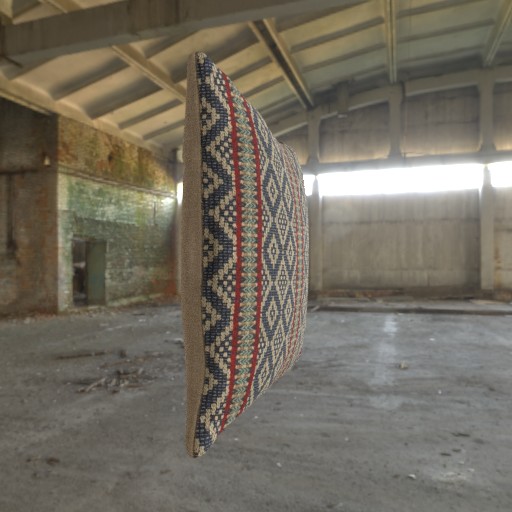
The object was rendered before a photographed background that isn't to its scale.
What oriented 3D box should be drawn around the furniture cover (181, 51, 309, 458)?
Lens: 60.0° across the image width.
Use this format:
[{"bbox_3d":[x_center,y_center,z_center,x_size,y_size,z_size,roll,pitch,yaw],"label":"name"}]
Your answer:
[{"bbox_3d":[0.000,0.000,0.669,0.139,0.431,0.431,0,-1,18],"label":"furniture cover"}]
